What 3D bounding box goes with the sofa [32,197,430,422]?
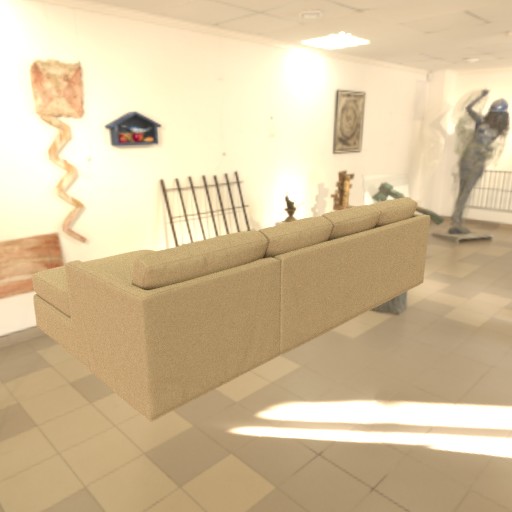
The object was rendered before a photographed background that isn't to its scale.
[{"bbox_3d":[0.000,0.000,3.823,3.177,0.867,1.622,-15,22,-43],"label":"sofa"}]
